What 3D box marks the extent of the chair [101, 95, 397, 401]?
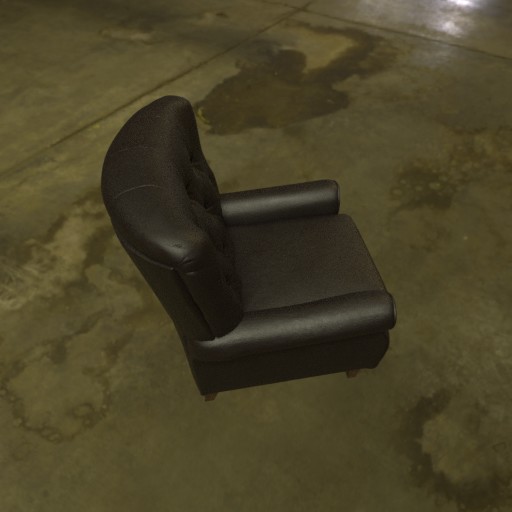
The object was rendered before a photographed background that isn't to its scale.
[{"bbox_3d":[0.000,0.000,1.920,1.058,1.158,0.948,-7,47,-7],"label":"chair"}]
